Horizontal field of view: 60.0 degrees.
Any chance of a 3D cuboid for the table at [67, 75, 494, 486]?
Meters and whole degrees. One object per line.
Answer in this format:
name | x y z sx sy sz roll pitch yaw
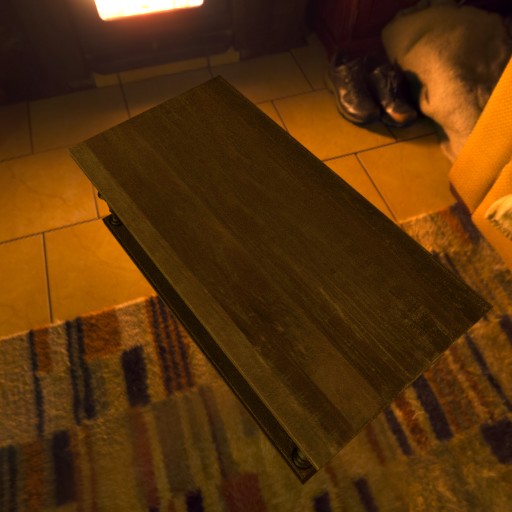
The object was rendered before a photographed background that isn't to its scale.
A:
table | 0.000 0.000 1.326 0.554 0.373 1.088 -34 64 -19
